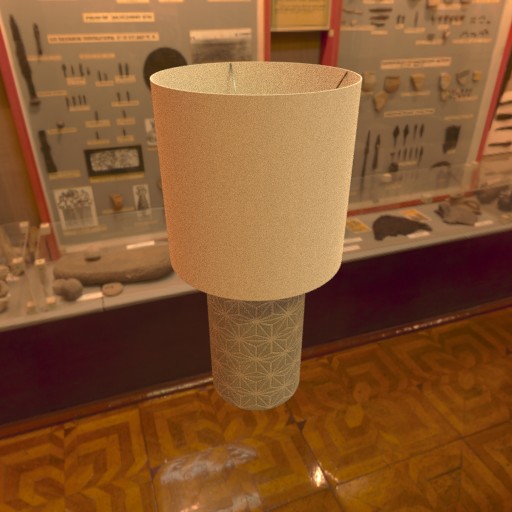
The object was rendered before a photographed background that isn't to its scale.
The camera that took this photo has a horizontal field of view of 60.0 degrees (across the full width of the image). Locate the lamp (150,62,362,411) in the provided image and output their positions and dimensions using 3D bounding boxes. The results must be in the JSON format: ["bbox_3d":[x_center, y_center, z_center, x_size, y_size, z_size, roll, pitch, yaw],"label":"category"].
[{"bbox_3d":[0.000,0.000,0.544,0.206,0.416,0.206,-10,32,-16],"label":"lamp"}]
